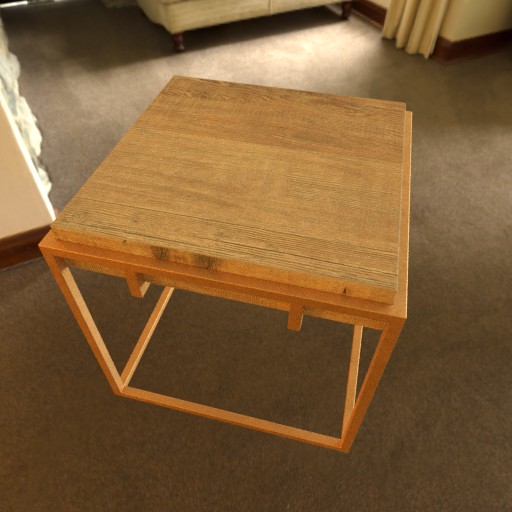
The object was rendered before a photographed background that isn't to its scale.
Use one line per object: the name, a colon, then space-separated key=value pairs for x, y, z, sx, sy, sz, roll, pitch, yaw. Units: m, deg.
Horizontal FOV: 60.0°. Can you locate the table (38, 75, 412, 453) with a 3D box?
table: x=0.000 y=0.000 z=1.079 sx=0.599 sy=0.584 sz=0.599 roll=11 pitch=48 yaw=10
